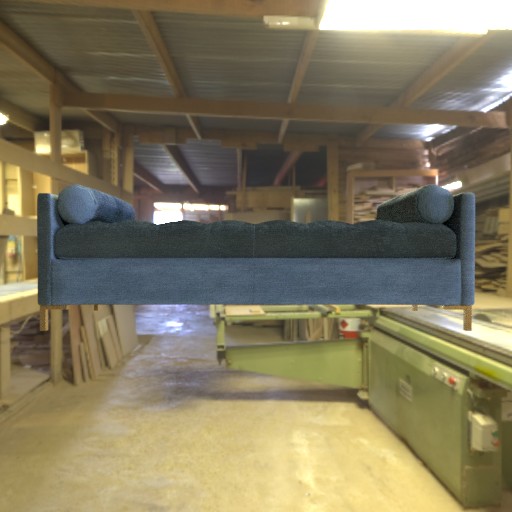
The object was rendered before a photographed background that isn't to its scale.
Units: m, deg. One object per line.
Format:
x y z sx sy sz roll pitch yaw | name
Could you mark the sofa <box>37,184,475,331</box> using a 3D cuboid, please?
0.000 0.000 2.474 2.102 0.705 0.796 0 1 0 | sofa
